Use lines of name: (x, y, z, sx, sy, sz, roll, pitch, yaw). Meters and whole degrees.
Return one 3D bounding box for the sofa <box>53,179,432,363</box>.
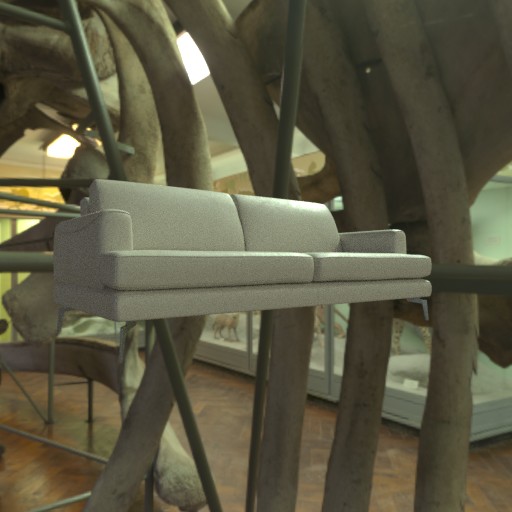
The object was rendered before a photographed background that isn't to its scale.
sofa: (0.000, 0.000, 2.464, 1.940, 0.765, 0.974, 1, -1, -37)
